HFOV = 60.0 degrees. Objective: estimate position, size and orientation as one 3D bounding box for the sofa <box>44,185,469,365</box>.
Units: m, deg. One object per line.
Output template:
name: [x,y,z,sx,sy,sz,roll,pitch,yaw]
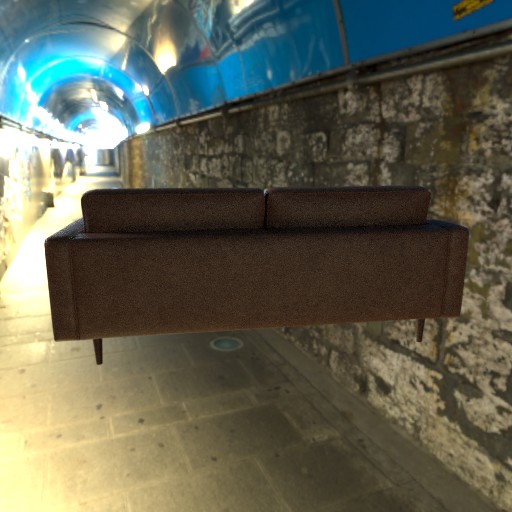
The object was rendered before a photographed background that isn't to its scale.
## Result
sofa: [0.000,0.000,2.358,1.870,0.760,0.910,-2,13,-9]
